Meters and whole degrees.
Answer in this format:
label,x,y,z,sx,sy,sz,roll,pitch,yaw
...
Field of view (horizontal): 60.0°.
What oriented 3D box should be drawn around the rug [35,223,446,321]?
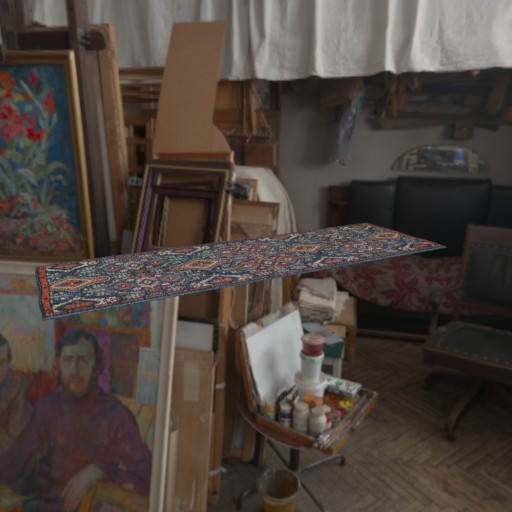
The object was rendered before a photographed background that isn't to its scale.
label,x,y,z,sx,sy,sz,roll,pitch,yaw
rug,0.000,0.000,2.750,2.459,0.010,0.801,-9,19,-26
